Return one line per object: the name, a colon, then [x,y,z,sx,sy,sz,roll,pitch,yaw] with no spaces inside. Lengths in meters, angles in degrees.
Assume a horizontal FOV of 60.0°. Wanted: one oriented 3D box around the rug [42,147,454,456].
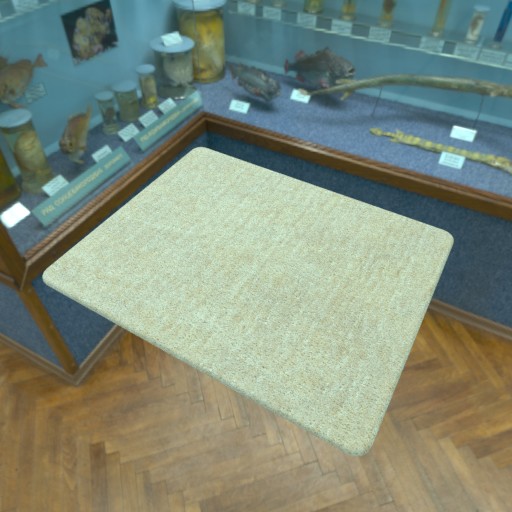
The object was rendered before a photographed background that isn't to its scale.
rug: [0.000,0.000,3.383,2.528,0.048,2.009,23,51,20]
